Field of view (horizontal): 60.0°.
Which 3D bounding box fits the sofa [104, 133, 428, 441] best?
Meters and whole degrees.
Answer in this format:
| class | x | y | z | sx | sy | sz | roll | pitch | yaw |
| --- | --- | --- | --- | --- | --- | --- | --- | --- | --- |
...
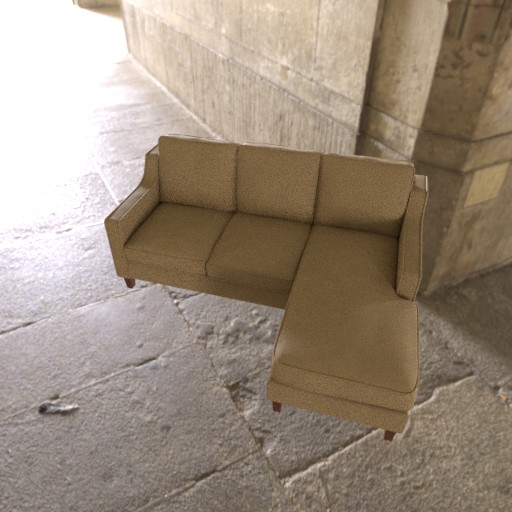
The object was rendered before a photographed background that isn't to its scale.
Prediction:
| class | x | y | z | sx | sy | sz | roll | pitch | yaw |
| --- | --- | --- | --- | --- | --- | --- | --- | --- | --- |
| sofa | 0.000 | 0.000 | 3.228 | 2.317 | 1.066 | 1.858 | 10 | 40 | 13 |
